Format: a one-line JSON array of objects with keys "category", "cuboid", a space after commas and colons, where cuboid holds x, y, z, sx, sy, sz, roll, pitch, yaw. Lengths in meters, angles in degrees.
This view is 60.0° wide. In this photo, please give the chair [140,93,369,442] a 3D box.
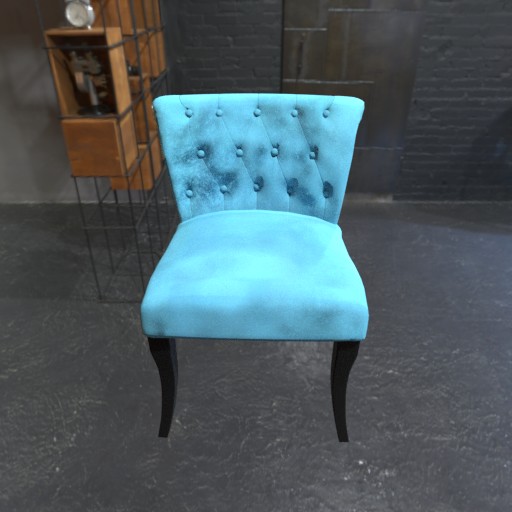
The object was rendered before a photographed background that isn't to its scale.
[{"category": "chair", "cuboid": [0.000, 0.000, 1.208, 0.582, 0.750, 0.605, 1, 31, 2]}]
